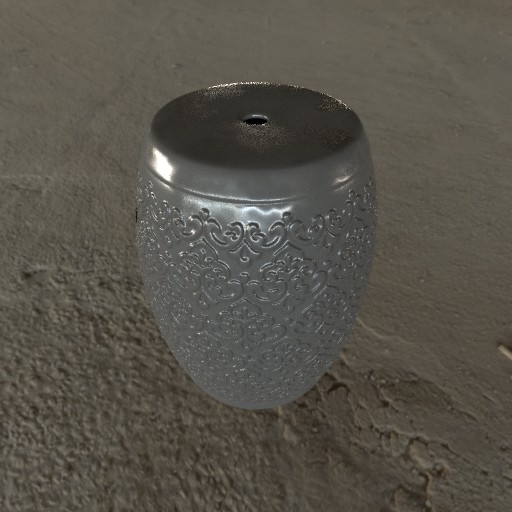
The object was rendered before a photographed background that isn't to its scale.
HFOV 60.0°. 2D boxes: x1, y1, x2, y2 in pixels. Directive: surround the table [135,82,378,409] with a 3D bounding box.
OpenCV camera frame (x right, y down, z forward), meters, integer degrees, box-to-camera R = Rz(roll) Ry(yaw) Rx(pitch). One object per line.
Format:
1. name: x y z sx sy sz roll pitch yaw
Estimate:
1. table: 0.000 0.000 0.612 0.309 0.397 0.309 0 41 0
